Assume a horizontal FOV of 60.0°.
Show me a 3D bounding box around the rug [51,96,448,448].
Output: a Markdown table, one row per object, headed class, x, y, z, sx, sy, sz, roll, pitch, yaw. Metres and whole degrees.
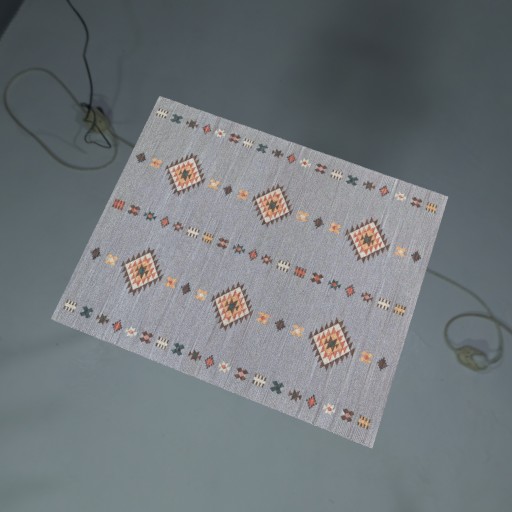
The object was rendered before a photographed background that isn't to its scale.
| class | x | y | z | sx | sy | sz | roll | pitch | yaw |
| --- | --- | --- | --- | --- | --- | --- | --- | --- | --- |
| rug | 0.000 | 0.000 | 4.136 | 3.035 | 0.008 | 2.425 | 20 | 78 | 5 |
